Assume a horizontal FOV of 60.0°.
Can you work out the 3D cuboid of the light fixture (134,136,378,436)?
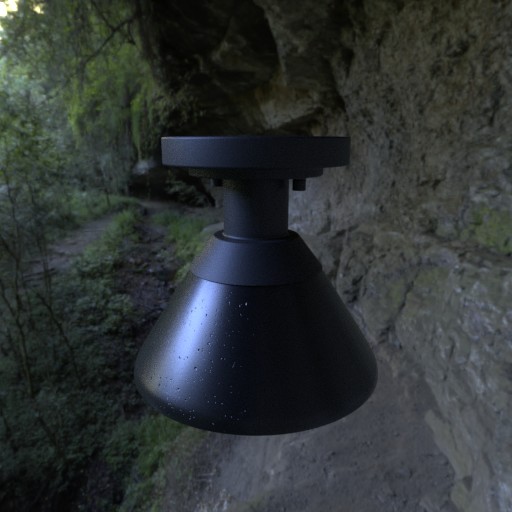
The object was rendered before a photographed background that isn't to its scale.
[{"bbox_3d":[0.000,0.000,0.354,0.200,0.183,0.200,0,14,0],"label":"light fixture"}]
